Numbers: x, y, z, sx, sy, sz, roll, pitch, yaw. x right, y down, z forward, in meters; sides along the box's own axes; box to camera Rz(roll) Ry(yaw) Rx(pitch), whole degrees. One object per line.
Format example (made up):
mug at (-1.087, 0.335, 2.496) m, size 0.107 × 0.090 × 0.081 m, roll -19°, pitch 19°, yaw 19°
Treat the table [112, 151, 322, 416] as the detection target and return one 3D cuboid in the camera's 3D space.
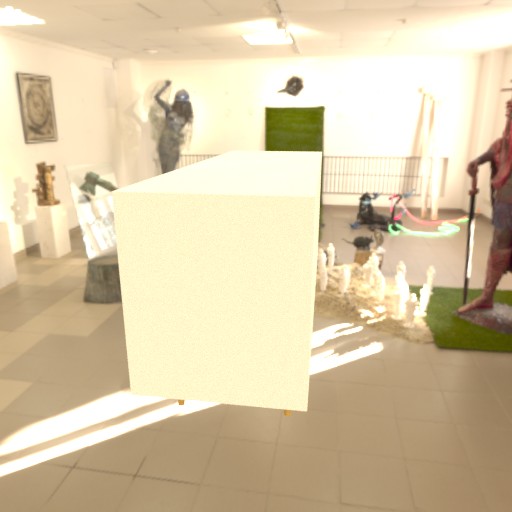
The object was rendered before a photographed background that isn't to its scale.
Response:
table at (0.000, 0.000, 1.887) m, size 0.508 × 0.769 × 1.500 m, roll 3°, pitch 17°, yaw 8°
